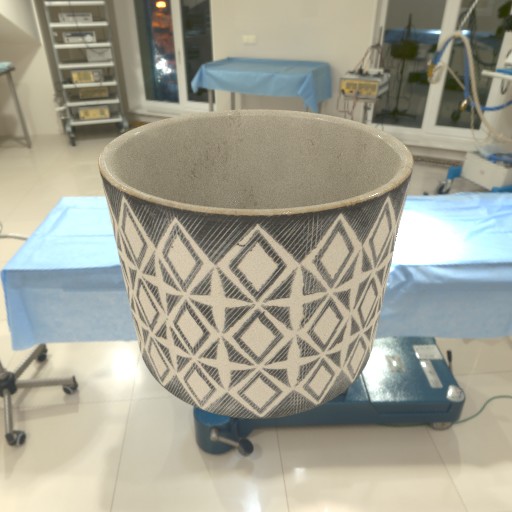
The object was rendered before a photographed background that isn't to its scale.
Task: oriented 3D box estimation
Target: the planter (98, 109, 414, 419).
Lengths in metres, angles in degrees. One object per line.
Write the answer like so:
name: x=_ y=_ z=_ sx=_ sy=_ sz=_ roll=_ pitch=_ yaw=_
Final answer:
planter: x=0.000 y=0.000 z=0.325 sx=0.192 sy=0.165 sz=0.192 roll=0 pitch=32 yaw=0
